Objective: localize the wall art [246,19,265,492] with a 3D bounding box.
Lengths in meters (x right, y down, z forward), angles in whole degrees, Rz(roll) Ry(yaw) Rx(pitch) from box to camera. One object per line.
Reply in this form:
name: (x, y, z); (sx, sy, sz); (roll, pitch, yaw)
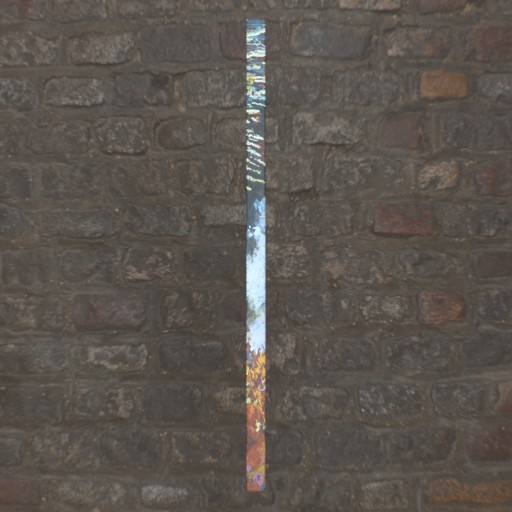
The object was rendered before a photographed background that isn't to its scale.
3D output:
wall art: (0.000, 0.000, 1.154); (0.037, 0.604, 0.908); (0, 89, 0)
